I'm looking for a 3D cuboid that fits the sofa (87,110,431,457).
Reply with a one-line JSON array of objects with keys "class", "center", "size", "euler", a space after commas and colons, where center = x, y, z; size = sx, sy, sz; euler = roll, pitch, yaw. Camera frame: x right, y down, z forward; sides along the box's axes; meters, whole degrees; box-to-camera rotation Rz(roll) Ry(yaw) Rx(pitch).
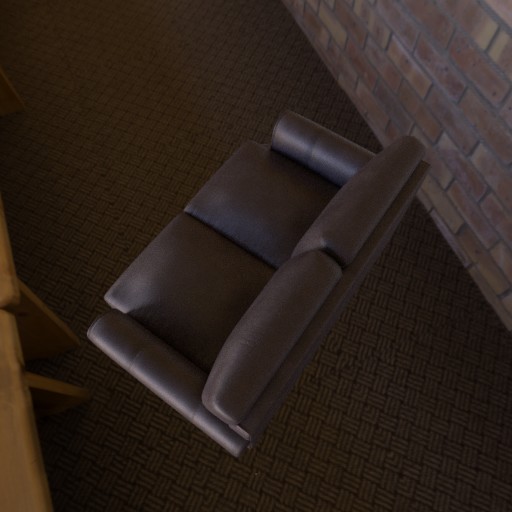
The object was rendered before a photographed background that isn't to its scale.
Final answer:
[{"class": "sofa", "center": [0.000, 0.000, 2.317], "size": [1.030, 0.979, 1.663], "euler": [33, 68, 15]}]
